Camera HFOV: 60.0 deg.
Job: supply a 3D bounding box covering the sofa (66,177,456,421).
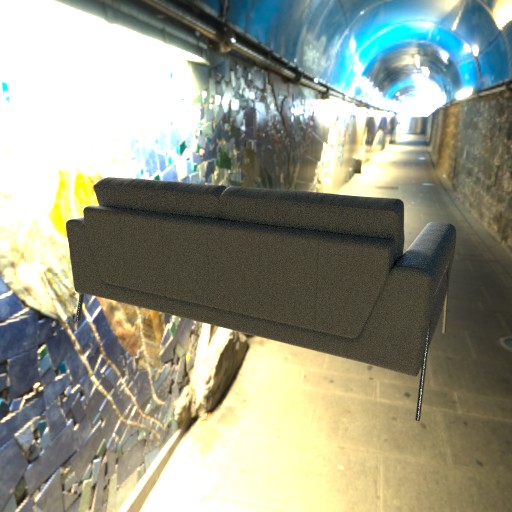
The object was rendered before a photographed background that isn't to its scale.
[{"bbox_3d":[0.000,0.000,2.531,2.017,0.875,0.953,9,19,27],"label":"sofa"}]
